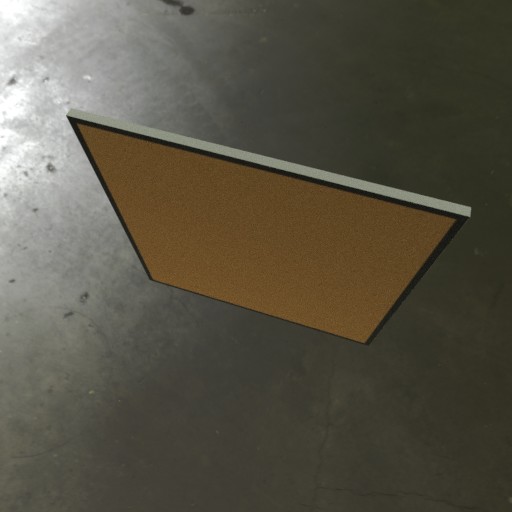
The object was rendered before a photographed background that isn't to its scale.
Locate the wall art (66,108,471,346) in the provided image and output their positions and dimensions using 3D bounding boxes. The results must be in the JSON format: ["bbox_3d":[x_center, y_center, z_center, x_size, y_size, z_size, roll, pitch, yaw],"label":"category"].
[{"bbox_3d":[0.000,0.000,1.203,0.805,0.803,0.022,16,63,8],"label":"wall art"}]
